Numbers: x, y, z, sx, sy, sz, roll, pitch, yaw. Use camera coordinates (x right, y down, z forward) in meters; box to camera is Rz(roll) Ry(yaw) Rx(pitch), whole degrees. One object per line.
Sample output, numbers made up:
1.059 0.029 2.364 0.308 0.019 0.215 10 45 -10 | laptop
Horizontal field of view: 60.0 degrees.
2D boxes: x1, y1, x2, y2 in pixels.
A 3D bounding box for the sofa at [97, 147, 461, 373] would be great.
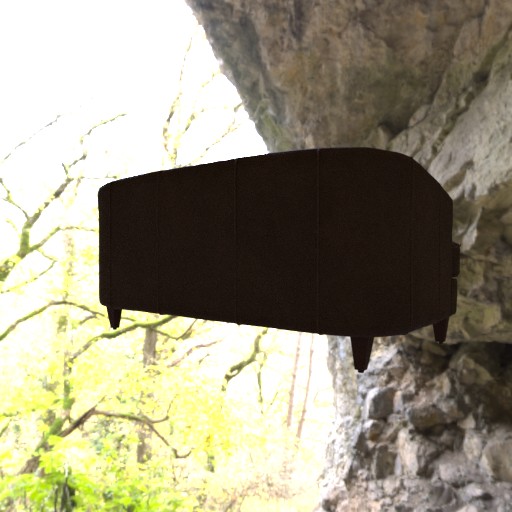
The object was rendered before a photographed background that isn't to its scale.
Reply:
0.000 0.000 2.240 1.767 0.799 0.917 0 1 37 | sofa
